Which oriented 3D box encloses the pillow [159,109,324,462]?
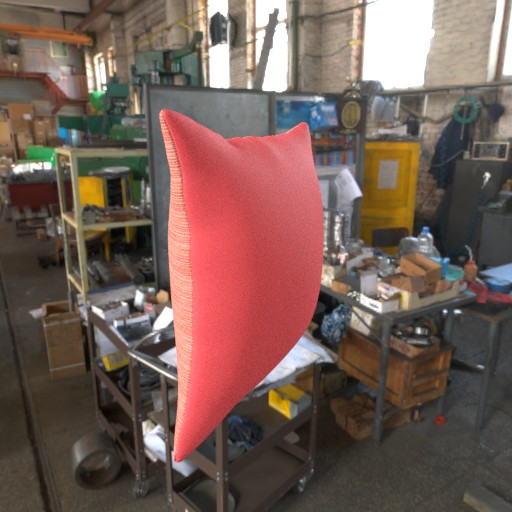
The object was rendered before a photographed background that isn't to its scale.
[{"bbox_3d":[0.000,0.000,0.831,0.229,0.501,0.559,7,17,24],"label":"pillow"}]
